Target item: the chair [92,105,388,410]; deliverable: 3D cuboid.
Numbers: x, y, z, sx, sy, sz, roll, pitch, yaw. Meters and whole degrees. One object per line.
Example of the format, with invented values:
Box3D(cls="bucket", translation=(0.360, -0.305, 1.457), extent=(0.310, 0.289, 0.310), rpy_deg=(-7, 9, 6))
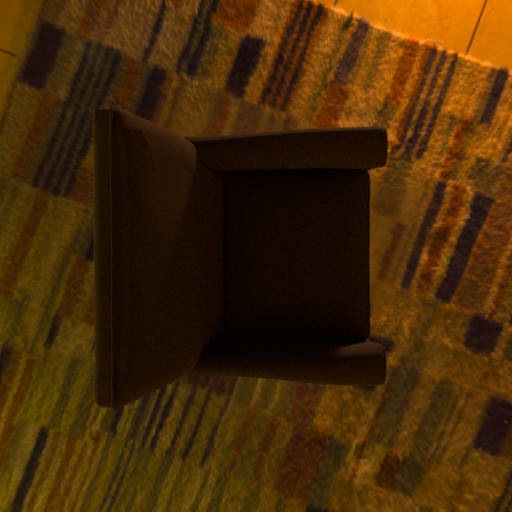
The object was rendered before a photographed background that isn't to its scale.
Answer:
Box3D(cls="chair", translation=(0.000, 0.000, 1.569), extent=(0.831, 0.911, 0.836), rpy_deg=(0, 91, 0))
